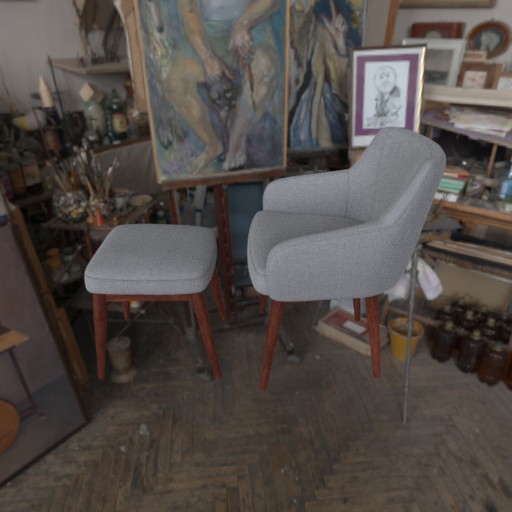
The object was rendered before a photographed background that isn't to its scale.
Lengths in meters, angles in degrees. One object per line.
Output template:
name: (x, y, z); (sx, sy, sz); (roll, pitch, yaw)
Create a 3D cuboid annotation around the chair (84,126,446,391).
chair: (0.000, 0.000, 1.533); (1.107, 0.799, 0.584); (0, 28, 0)
